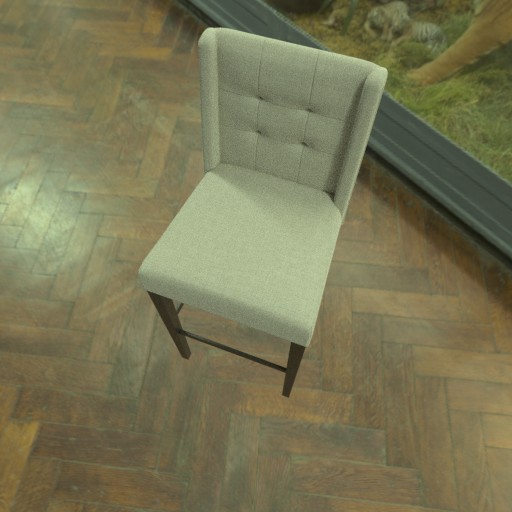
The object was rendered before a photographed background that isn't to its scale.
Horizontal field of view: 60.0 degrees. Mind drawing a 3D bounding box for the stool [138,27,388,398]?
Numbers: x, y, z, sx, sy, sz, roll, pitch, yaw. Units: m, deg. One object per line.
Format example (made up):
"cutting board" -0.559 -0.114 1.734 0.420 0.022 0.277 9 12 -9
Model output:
"stool" 0.000 0.000 1.362 0.474 1.116 0.509 18 62 10
